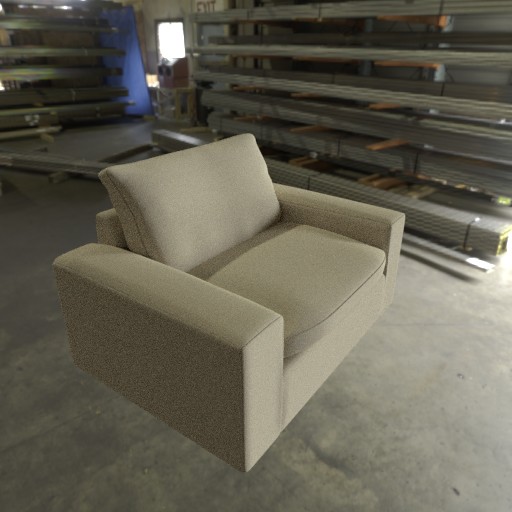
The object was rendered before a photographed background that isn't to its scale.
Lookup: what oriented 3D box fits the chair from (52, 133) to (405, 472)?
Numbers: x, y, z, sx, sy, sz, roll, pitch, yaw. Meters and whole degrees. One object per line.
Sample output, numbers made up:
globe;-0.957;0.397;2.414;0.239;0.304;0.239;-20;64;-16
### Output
chair;0.000;0.000;2.066;1.039;0.915;1.398;17;31;32
